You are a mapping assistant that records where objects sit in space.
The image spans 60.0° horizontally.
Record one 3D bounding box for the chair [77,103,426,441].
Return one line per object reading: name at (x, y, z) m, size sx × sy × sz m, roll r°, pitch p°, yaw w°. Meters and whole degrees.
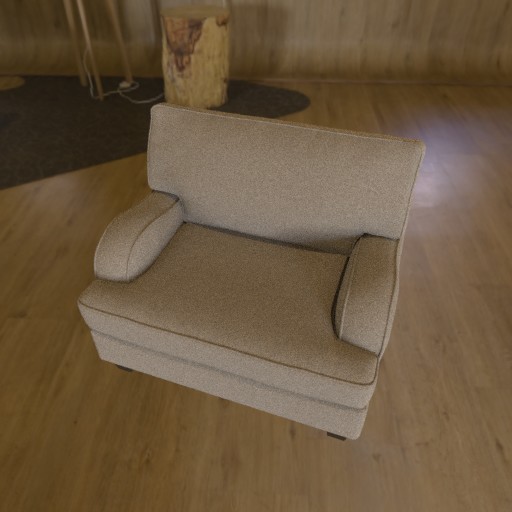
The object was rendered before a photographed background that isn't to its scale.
chair at (0.000, 0.000, 1.968) m, size 1.220 × 1.016 × 1.040 m, roll 13°, pitch 42°, yaw 14°
